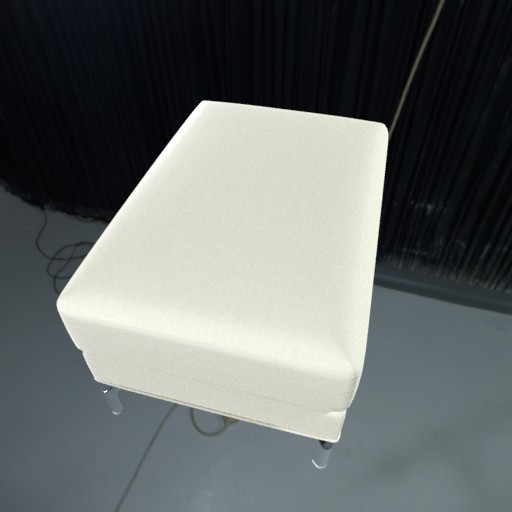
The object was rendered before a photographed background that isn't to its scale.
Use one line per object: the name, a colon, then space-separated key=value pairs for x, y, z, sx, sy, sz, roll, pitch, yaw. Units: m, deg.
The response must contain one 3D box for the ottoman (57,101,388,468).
ottoman: x=0.000 y=0.000 z=1.187 sx=0.581 sy=0.497 sz=0.835 roll=11 pitch=47 yaw=10
